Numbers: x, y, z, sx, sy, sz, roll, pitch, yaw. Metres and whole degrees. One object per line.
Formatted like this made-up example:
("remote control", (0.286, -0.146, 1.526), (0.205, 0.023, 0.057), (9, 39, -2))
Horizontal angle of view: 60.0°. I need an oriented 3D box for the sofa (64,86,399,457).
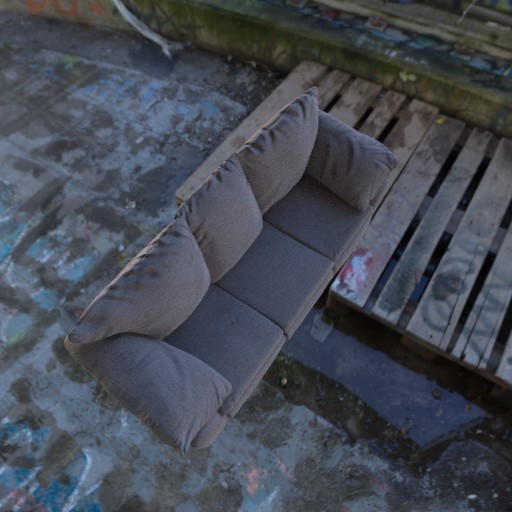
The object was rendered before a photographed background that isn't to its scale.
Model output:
("sofa", (0.000, 0.000, 2.857), (0.927, 1.043, 2.390), (31, 63, 18))
